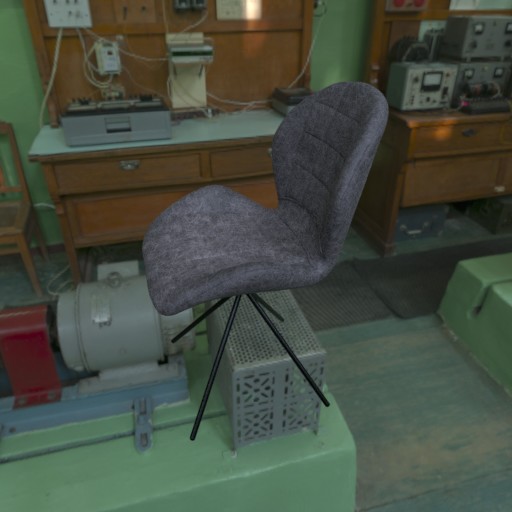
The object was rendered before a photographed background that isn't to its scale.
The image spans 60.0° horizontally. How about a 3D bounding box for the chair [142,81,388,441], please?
[{"bbox_3d":[0.000,0.000,1.308,0.640,0.934,0.527,-9,33,-14],"label":"chair"}]
